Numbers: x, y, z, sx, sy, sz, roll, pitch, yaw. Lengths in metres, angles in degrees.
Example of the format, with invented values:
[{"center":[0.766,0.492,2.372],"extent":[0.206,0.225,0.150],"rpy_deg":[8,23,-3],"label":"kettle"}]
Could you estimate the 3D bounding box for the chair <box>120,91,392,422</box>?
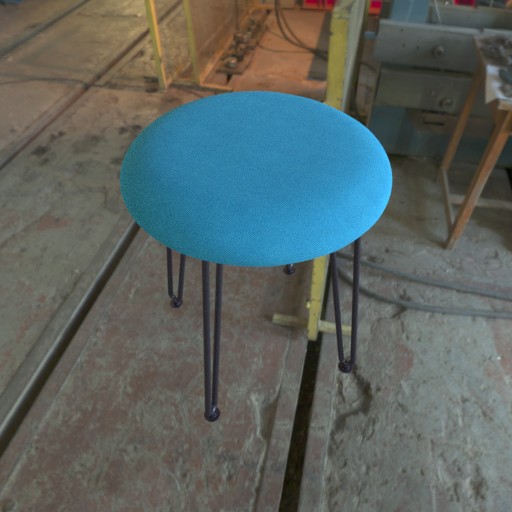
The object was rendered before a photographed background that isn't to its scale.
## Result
[{"center":[0.000,0.000,0.706],"extent":[0.350,0.430,0.350],"rpy_deg":[-25,51,-22],"label":"chair"}]
